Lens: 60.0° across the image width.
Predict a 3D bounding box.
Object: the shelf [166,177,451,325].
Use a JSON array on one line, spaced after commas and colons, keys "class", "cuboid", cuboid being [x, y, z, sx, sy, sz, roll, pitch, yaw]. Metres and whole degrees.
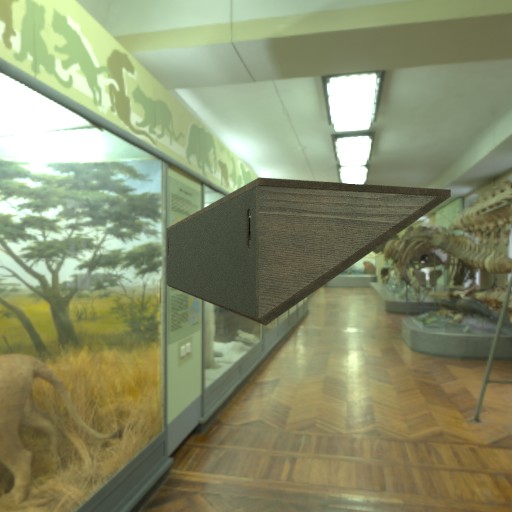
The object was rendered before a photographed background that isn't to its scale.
[{"class": "shelf", "cuboid": [0.000, 0.000, 0.692, 0.200, 0.125, 0.610, 0, -1, -19]}]
